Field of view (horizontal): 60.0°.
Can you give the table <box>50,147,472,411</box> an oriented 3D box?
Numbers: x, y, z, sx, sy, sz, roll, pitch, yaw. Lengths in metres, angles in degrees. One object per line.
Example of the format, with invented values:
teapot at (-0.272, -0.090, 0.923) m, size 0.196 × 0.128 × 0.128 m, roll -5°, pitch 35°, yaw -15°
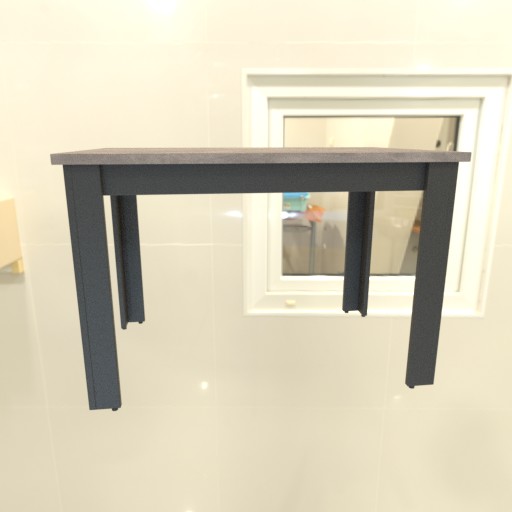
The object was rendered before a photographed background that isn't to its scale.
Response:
table at (0.000, 0.000, 1.572) m, size 1.100 × 0.734 × 0.700 m, roll -2°, pitch 15°, yaw -7°
